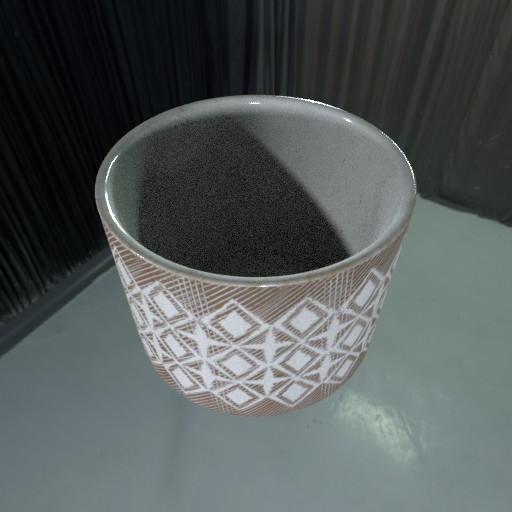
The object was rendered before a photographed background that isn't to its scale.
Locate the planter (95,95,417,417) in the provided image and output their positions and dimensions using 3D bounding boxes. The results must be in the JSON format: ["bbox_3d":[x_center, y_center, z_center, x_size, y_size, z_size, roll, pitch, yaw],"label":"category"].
[{"bbox_3d":[0.000,0.000,0.216,0.126,0.104,0.126,0,46,0],"label":"planter"}]
